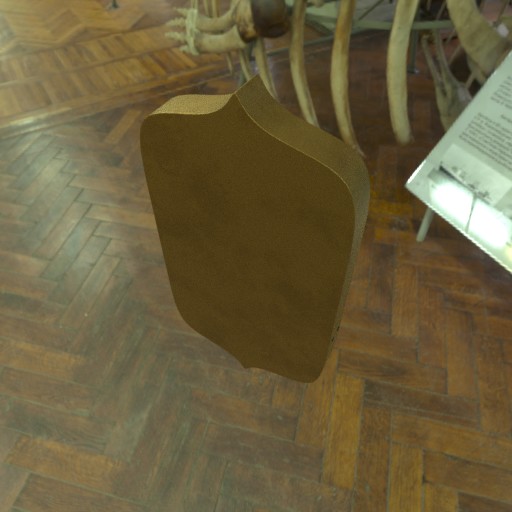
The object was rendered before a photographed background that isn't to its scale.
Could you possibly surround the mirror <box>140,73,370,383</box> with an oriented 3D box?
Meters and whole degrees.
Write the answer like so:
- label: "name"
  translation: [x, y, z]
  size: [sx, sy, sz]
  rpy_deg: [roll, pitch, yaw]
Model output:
- label: "mirror"
  translation: [0.000, 0.000, 0.730]
  size: [0.323, 0.613, 0.096]
  rpy_deg: [22, 52, 19]
